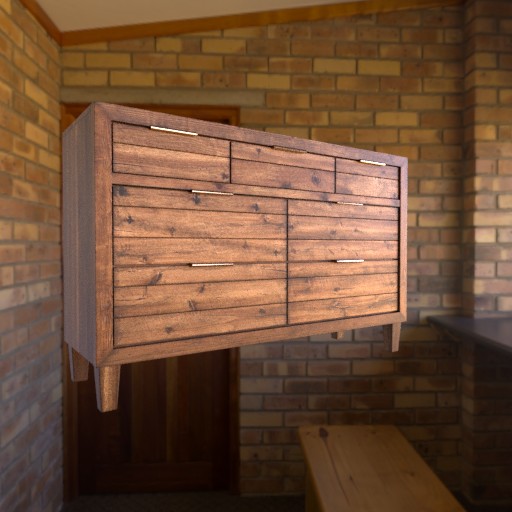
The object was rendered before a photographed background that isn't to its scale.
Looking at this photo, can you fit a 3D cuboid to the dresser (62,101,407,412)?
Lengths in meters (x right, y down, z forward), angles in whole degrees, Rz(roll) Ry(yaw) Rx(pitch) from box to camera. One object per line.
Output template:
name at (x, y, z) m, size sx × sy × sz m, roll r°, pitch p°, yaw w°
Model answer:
dresser at (0.000, 0.000, 1.814) m, size 1.387 × 0.892 × 0.438 m, roll -1°, pitch 1°, yaw -35°
